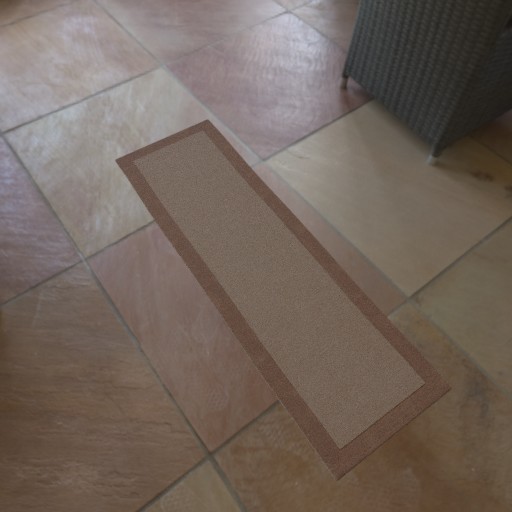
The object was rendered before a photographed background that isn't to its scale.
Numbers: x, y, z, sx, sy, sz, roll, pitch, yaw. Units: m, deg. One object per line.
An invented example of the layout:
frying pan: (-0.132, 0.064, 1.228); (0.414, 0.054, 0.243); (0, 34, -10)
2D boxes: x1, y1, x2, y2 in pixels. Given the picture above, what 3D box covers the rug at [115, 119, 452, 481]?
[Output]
rug: (0.000, 0.000, 2.669); (0.767, 0.012, 2.430); (-30, 62, -18)
